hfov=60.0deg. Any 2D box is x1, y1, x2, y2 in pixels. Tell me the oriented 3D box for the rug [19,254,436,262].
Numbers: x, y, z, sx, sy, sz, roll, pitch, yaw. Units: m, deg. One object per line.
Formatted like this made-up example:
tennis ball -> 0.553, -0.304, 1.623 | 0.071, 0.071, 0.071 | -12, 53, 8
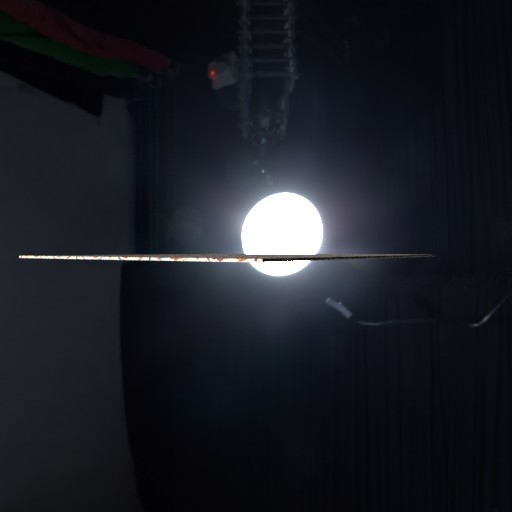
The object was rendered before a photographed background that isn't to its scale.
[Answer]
rug -> 0.000, 0.000, 4.182 | 2.446, 0.020, 3.215 | 0, 1, 36
